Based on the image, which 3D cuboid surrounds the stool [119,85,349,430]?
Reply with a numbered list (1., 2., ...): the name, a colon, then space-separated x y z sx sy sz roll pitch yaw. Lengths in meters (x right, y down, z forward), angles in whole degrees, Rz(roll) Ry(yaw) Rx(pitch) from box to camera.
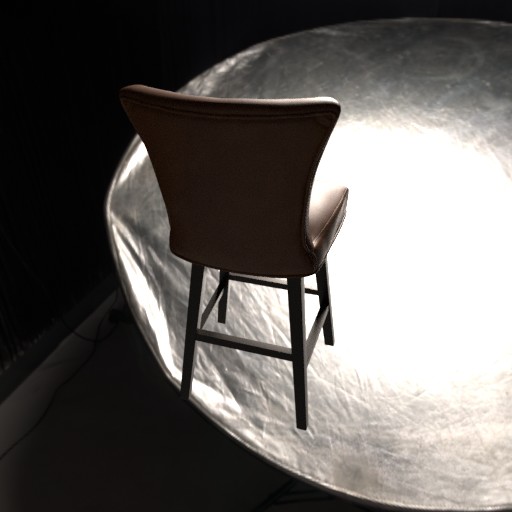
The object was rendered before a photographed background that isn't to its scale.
1. stool: 0.000 0.000 1.425 0.522 1.094 0.585 9 33 15
